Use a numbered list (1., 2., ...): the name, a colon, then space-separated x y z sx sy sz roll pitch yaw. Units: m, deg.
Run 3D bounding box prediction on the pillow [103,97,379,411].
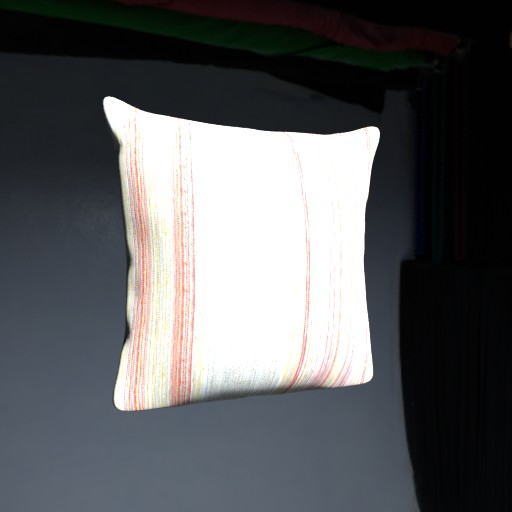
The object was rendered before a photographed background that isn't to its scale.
1. pillow: 0.000 0.000 0.694 0.451 0.449 0.191 0 1 -19
